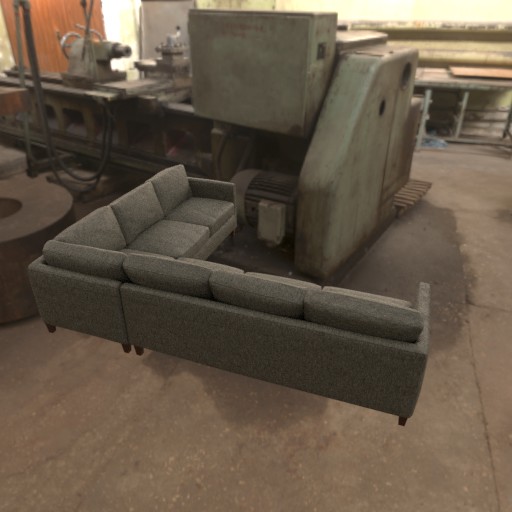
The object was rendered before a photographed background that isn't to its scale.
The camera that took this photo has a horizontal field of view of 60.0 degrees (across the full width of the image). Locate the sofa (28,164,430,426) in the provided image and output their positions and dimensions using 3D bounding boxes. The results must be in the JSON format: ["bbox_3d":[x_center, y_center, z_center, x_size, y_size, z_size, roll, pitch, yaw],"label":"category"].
[{"bbox_3d":[0.000,0.000,4.465,3.302,0.947,2.593,10,31,17],"label":"sofa"}]
